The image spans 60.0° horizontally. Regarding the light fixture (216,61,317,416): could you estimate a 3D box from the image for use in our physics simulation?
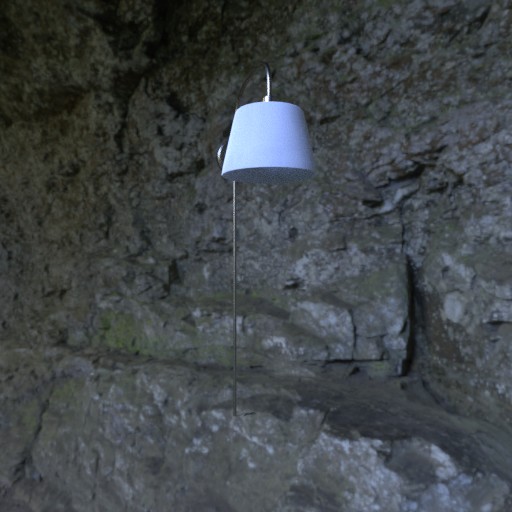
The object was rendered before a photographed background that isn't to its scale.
[{"bbox_3d":[0.000,0.000,0.469,0.092,0.399,0.176,0,0,-18],"label":"light fixture"}]
